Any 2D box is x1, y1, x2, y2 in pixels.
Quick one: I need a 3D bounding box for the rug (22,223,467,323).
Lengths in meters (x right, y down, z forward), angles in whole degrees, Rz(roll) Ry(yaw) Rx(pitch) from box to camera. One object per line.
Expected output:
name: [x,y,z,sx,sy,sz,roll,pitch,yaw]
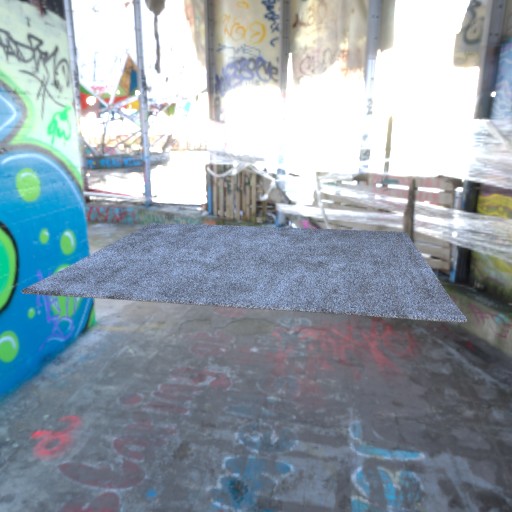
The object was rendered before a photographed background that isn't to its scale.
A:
rug: [0.000,0.000,4.060,3.000,0.025,2.401,3,16,9]
